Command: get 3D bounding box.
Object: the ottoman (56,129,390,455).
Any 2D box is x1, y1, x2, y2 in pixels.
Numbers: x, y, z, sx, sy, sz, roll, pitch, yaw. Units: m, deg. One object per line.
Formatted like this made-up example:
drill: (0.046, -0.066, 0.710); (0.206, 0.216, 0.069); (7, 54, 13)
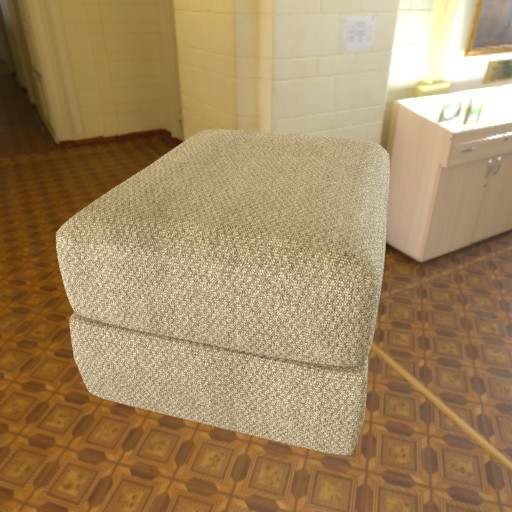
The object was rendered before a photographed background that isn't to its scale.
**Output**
ottoman: (0.000, 0.000, 1.111); (0.603, 0.476, 0.751); (8, 31, 14)
